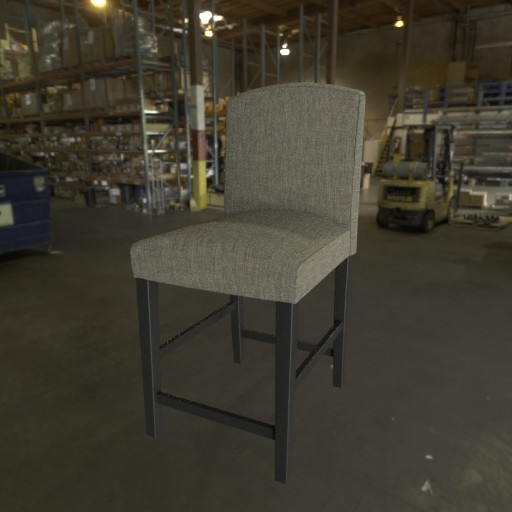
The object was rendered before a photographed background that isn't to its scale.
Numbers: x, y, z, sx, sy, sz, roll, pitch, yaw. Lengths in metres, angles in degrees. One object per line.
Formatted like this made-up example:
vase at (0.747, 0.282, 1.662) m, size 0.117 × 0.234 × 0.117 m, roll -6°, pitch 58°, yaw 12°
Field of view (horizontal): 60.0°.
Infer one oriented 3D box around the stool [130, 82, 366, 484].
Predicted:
stool at (0.000, 0.000, 1.242) m, size 0.451 × 0.966 × 0.552 m, roll 7°, pitch 16°, yaw 26°
